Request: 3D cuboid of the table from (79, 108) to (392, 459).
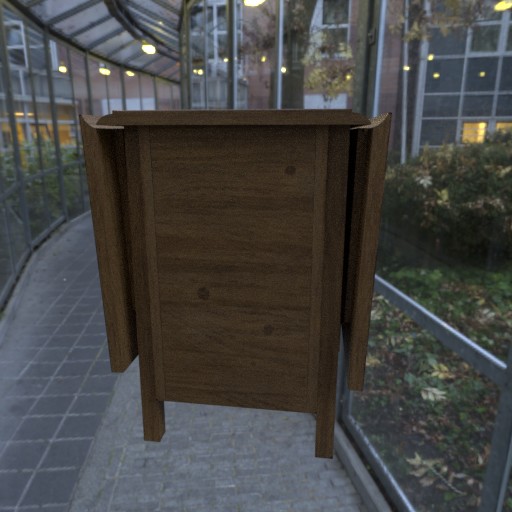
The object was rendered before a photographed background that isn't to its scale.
[{"bbox_3d":[0.000,0.000,1.276,0.591,0.763,0.746,2,15,8],"label":"table"}]
